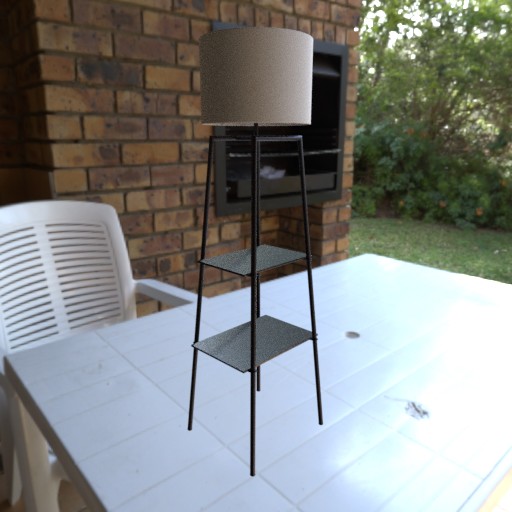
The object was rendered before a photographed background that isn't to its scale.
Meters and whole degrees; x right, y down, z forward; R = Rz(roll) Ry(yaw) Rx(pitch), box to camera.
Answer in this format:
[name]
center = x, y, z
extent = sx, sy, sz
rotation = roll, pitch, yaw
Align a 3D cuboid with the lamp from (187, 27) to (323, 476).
[lamp]
center = 0.000, 0.000, 1.655
extent = 0.384, 1.474, 0.427
rotation = 14, 20, 42
